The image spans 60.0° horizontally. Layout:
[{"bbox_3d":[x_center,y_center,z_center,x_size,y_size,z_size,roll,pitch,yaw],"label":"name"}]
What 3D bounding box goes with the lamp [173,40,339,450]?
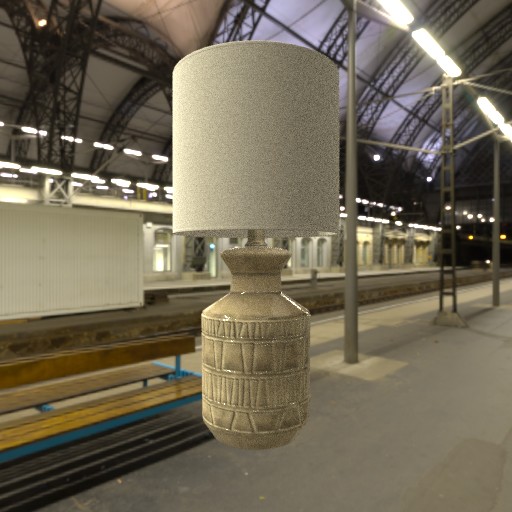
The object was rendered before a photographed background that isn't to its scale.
[{"bbox_3d":[0.000,0.000,0.572,0.211,0.455,0.211,0,0,18],"label":"lamp"}]
